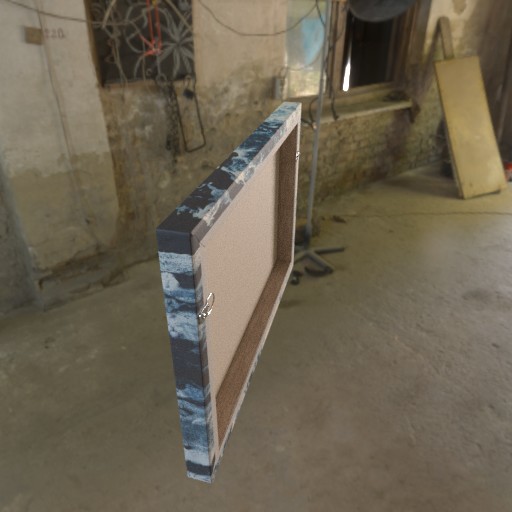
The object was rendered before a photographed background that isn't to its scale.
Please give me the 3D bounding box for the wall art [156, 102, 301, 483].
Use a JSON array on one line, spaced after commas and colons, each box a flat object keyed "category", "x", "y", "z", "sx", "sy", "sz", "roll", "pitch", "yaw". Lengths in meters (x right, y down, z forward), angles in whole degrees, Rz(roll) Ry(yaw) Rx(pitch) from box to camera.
[{"category": "wall art", "x": 0.000, "y": 0.000, "z": 0.787, "sx": 0.043, "sy": 0.407, "sz": 0.609, "roll": 8, "pitch": 32, "yaw": 13}]
